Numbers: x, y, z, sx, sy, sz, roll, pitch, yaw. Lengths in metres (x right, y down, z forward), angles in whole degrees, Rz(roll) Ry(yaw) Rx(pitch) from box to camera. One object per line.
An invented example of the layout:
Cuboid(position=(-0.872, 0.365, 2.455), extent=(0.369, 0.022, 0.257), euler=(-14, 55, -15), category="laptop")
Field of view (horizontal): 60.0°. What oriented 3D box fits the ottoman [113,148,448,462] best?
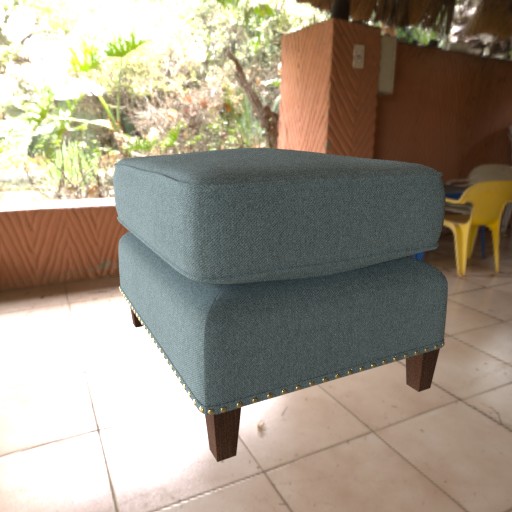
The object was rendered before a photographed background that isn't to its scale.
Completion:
Cuboid(position=(0.000, 0.000, 1.130), extent=(0.589, 0.537, 0.738), euler=(-8, 17, -26), category="ottoman")
